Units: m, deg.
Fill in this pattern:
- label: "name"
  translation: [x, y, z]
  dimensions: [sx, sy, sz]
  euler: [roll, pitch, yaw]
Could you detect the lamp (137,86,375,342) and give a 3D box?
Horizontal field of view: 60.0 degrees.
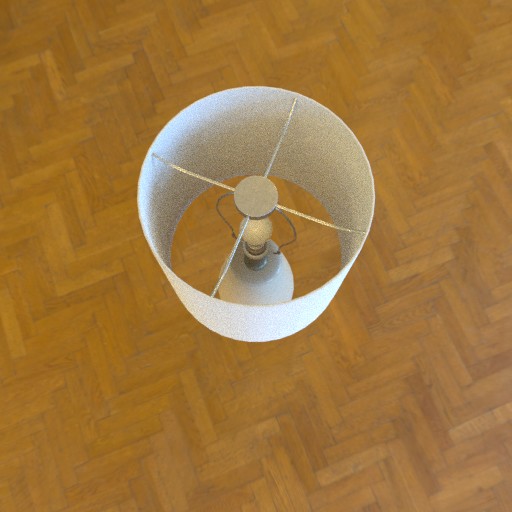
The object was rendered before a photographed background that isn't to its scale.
- label: "lamp"
  translation: [0.000, 0.000, 0.484]
  dimensions: [0.186, 0.369, 0.186]
  euler: [0, 76, 0]
